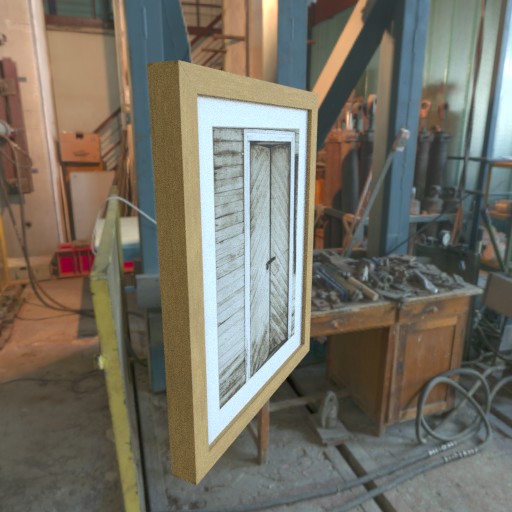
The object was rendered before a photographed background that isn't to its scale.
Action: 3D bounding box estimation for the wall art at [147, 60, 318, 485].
[{"bbox_3d":[0.000,0.000,0.518,0.030,0.380,0.312,8,17,26],"label":"wall art"}]
